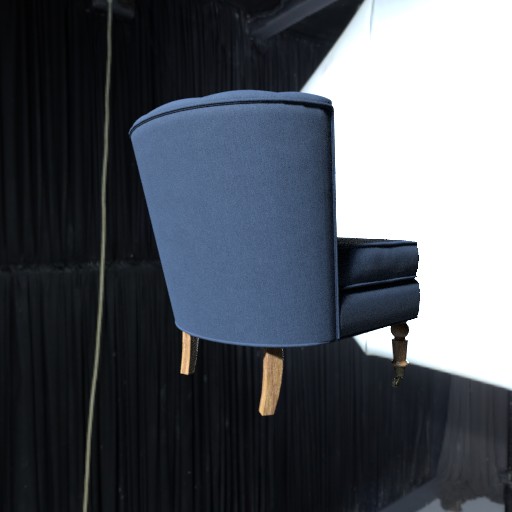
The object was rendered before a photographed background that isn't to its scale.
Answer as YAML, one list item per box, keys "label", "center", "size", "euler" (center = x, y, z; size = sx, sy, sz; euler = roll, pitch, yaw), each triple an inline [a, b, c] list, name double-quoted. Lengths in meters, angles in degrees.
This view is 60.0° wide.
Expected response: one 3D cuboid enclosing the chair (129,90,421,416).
- label: "chair"
  center: [0.000, 0.000, 1.338]
  size: [0.718, 0.771, 0.740]
  euler: [-2, 3, -37]
